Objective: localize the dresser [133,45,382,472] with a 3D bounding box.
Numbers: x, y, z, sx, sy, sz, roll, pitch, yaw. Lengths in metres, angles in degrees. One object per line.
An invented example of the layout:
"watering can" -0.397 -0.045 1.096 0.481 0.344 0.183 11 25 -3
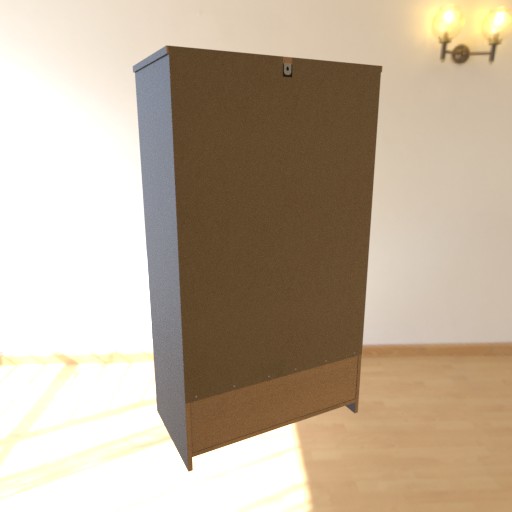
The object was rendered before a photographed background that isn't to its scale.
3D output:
"dresser" 0.000 0.000 1.580 0.704 1.255 0.399 -8 17 -27
